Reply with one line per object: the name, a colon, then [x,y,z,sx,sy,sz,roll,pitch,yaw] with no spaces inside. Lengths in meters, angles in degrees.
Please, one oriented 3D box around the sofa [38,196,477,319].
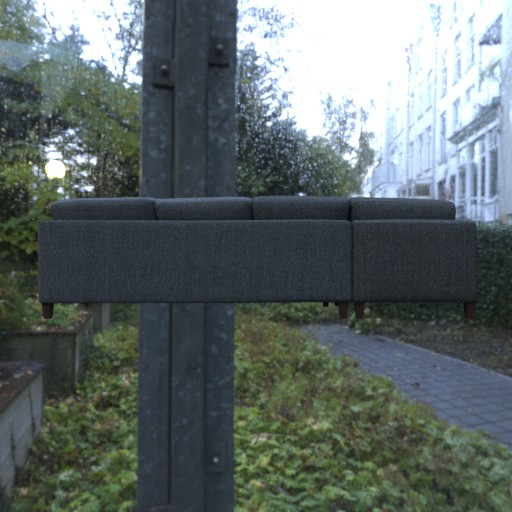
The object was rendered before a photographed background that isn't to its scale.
sofa: [0.000,0.000,4.534,3.302,0.947,2.593,0,0,0]
